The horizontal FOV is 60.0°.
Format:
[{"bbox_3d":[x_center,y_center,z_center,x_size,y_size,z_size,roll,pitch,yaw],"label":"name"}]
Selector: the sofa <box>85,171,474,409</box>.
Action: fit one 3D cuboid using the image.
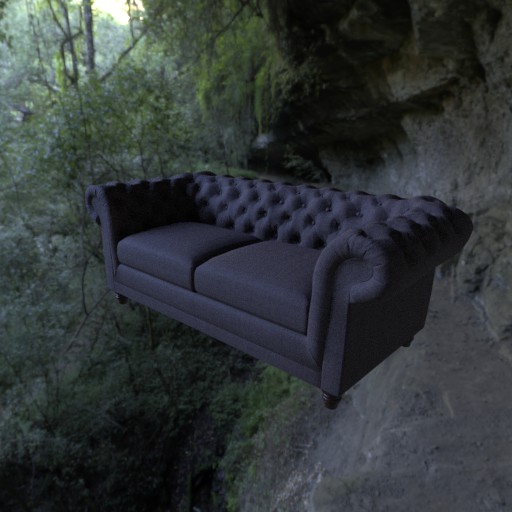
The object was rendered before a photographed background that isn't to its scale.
[{"bbox_3d":[0.000,0.000,2.492,2.048,0.780,0.944,15,23,40],"label":"sofa"}]
